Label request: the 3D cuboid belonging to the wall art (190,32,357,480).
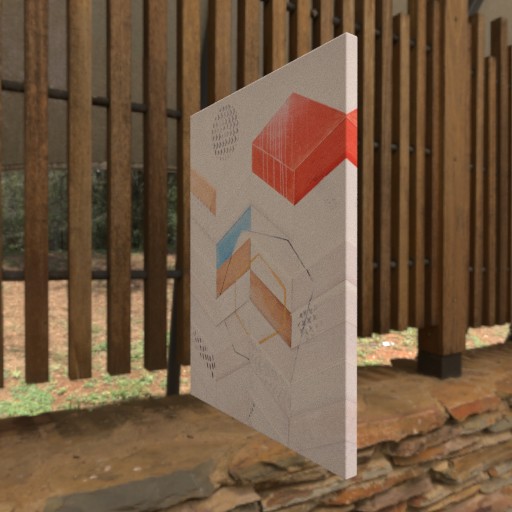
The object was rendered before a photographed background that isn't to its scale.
[{"bbox_3d":[0.000,0.000,1.321,0.045,1.014,0.759,0,0,-36],"label":"wall art"}]
